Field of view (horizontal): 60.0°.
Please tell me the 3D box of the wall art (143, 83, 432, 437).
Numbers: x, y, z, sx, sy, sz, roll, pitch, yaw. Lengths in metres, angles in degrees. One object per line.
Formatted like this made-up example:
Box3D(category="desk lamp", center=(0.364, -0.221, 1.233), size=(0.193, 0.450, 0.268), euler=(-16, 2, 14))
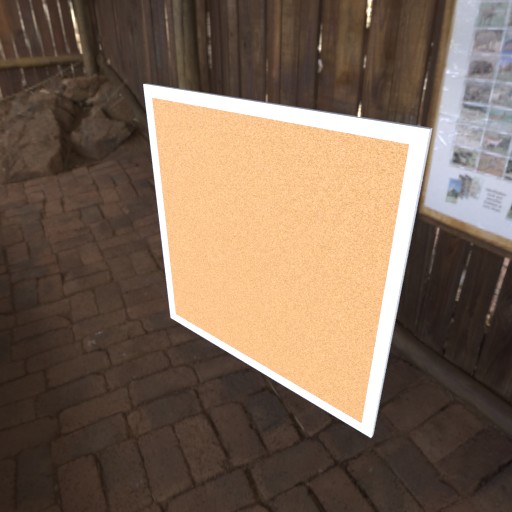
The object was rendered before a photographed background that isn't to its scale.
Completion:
Box3D(category="wall art", center=(0.000, 0.000, 0.834), size=(0.558, 0.559, 0.009), euler=(22, 36, 34))
